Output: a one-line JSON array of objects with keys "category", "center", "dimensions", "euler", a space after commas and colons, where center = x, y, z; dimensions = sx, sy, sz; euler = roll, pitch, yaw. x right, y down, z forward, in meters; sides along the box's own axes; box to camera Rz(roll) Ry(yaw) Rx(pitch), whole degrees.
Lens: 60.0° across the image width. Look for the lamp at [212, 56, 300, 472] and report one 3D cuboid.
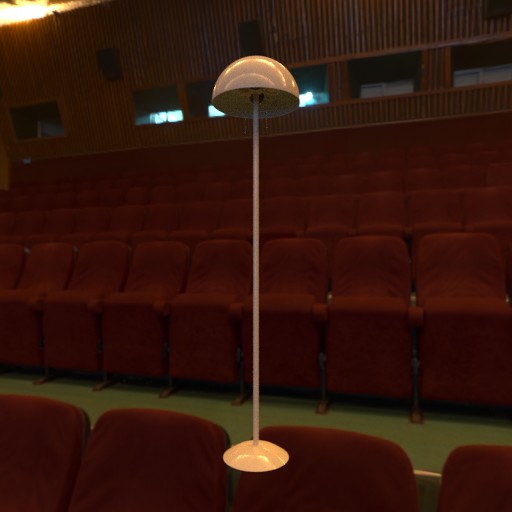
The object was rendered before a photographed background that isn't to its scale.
[{"category": "lamp", "center": [0.000, 0.000, 1.646], "dimensions": [0.328, 1.480, 0.328], "euler": [0, -1, 17]}]
